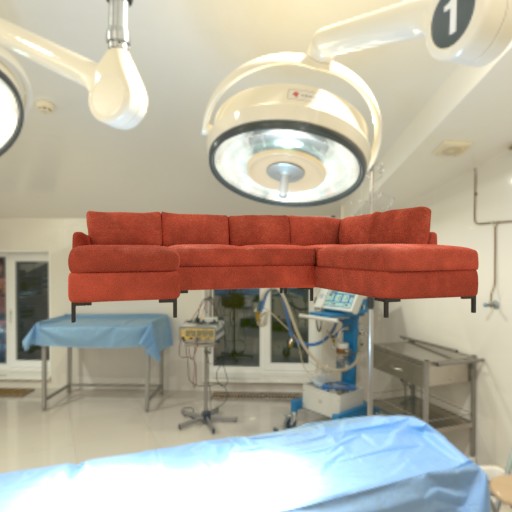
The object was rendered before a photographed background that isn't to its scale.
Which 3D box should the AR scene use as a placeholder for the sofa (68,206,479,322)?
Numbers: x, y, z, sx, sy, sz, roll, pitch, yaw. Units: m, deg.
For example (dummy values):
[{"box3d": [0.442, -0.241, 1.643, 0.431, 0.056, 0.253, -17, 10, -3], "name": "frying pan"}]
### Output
[{"box3d": [0.000, 0.000, 3.825, 2.971, 0.858, 1.981, 0, 1, -18], "name": "sofa"}]
